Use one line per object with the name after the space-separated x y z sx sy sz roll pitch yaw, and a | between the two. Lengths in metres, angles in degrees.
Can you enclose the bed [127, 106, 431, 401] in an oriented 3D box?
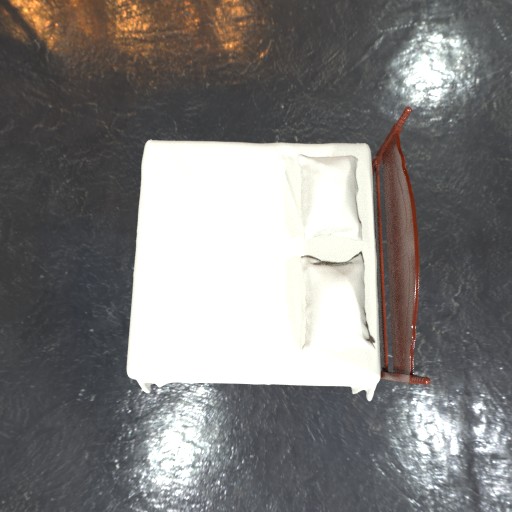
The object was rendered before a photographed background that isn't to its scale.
0.000 0.000 3.590 2.219 1.355 2.322 1 77 0 | bed
